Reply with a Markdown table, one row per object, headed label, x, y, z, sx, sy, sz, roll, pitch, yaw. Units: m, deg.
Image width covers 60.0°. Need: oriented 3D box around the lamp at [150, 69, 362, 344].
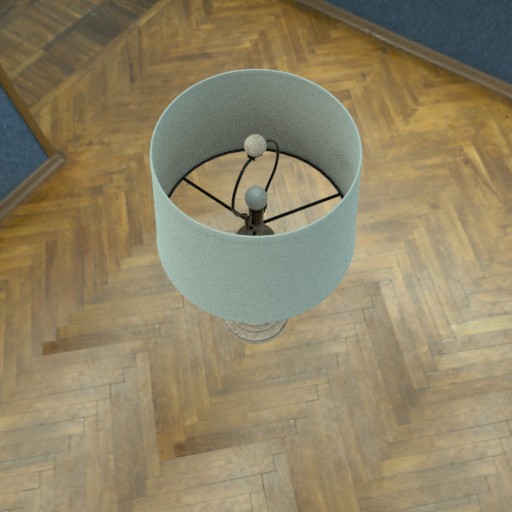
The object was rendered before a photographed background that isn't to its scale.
| label | x | y | z | sx | sy | sz | roll | pitch | yaw |
| --- | --- | --- | --- | --- | --- | --- | --- | --- | --- |
| lamp | 0.000 | 0.000 | 0.862 | 0.340 | 0.678 | 0.340 | 0 | 64 | 0 |
